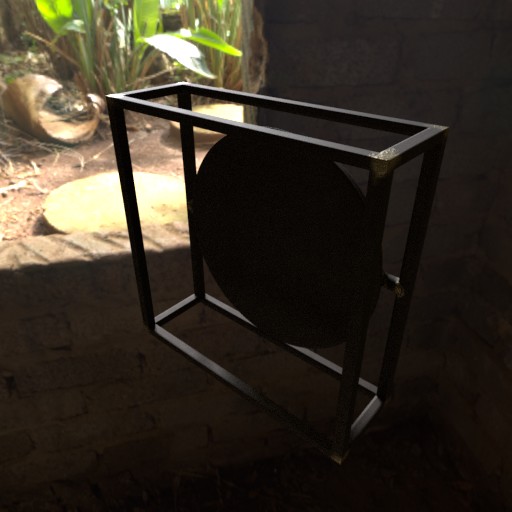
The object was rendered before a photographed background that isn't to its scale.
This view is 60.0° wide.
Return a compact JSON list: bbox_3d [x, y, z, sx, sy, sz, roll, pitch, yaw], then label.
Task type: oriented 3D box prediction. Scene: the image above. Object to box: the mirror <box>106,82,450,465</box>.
[{"bbox_3d":[0.000,0.000,0.471,0.306,0.303,0.107,24,38,34],"label":"mirror"}]
